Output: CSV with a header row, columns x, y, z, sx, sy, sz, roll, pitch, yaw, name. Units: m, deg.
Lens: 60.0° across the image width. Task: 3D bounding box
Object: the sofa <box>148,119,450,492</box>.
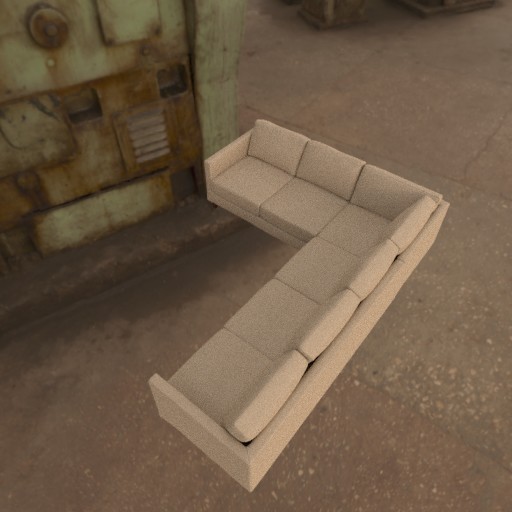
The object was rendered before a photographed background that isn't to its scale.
x,y,z,sx,sy,sz,roll,pitch,yaw,name
0.000,0.000,4.233,2.432,0.863,3.182,30,54,25,sofa
